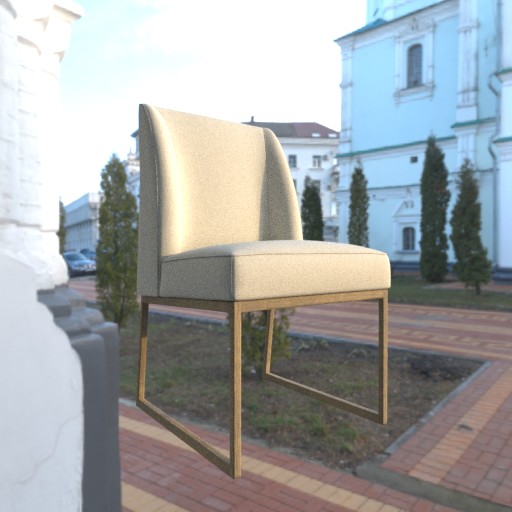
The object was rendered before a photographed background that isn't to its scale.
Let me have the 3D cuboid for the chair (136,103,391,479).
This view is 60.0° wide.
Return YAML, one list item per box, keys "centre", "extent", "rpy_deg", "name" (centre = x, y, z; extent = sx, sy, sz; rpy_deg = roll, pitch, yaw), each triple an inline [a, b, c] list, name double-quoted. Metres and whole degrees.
- centre: [0.000, 0.000, 1.198]
  extent: [0.508, 0.863, 0.522]
  rpy_deg: [-1, 1, -36]
  name: "chair"
